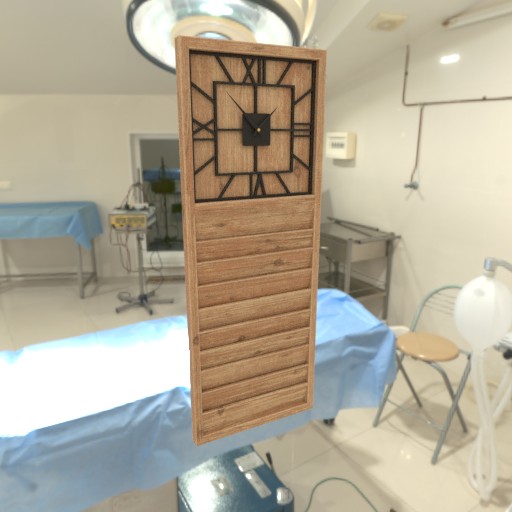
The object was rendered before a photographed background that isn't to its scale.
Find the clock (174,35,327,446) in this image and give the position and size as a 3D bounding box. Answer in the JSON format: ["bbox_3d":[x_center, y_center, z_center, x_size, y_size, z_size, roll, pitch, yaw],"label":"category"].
[{"bbox_3d":[0.000,0.000,1.102,0.361,0.965,0.030,-8,17,-26],"label":"clock"}]
